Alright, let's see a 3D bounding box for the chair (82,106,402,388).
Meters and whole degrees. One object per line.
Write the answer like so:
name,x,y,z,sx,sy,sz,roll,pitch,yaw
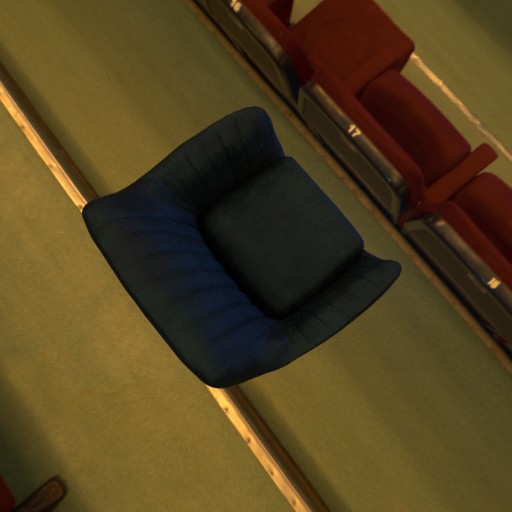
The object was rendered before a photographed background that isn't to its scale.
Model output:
chair,0.000,0.000,1.227,0.573,0.826,0.578,-37,79,-8
